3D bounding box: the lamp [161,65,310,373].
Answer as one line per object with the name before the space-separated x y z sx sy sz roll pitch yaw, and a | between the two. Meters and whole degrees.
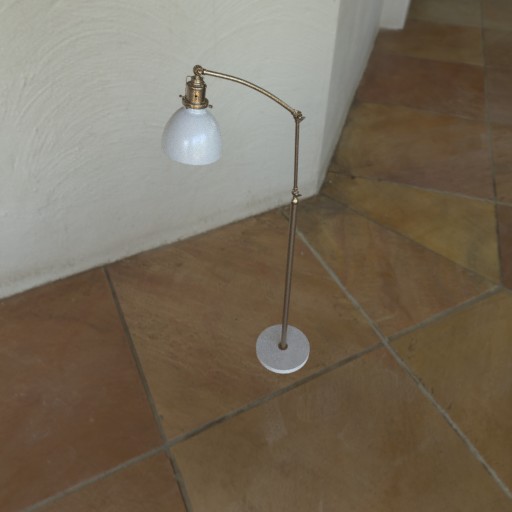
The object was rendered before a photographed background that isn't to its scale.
lamp | 0.000 0.000 1.788 0.599 1.586 0.288 -17 48 -16
